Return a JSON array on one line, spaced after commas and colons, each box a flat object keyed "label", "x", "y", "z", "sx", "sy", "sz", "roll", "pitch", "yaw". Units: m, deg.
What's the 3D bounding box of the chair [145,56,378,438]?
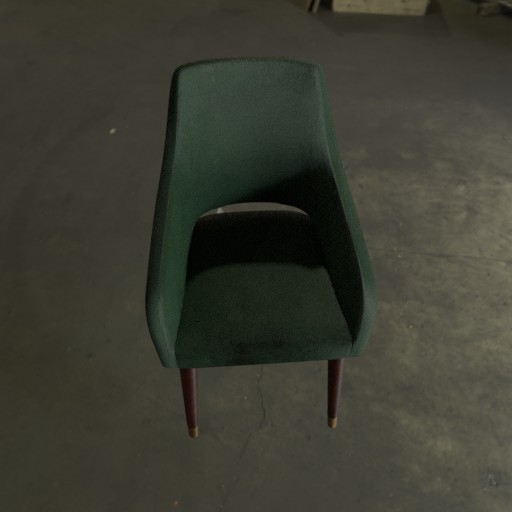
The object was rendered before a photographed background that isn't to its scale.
[{"label": "chair", "x": 0.000, "y": 0.000, "z": 1.559, "sx": 0.683, "sy": 1.081, "sz": 0.794, "roll": -3, "pitch": 45, "yaw": -3}]
